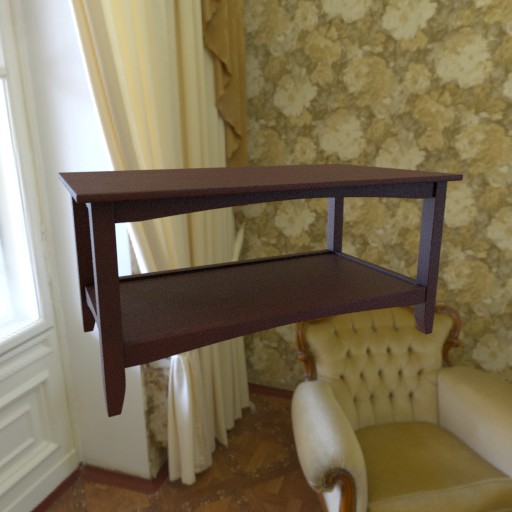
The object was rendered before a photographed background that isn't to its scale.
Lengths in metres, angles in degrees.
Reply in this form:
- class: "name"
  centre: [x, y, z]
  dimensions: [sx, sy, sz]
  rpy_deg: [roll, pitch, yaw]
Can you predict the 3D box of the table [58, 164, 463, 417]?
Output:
- class: "table"
  centre: [0.000, 0.000, 1.240]
  dimensions: [0.943, 0.456, 0.533]
  rpy_deg: [-7, 17, -25]
